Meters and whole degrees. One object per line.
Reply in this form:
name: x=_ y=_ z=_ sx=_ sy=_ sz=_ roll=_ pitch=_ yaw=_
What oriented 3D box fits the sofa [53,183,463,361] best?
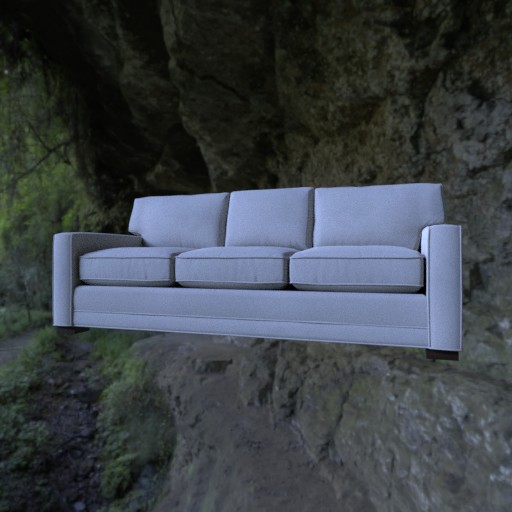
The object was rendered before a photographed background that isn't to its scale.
sofa: x=0.000 y=0.000 z=2.561 sx=2.088 sy=0.862 sz=0.935 roll=0 pitch=0 yaw=19
